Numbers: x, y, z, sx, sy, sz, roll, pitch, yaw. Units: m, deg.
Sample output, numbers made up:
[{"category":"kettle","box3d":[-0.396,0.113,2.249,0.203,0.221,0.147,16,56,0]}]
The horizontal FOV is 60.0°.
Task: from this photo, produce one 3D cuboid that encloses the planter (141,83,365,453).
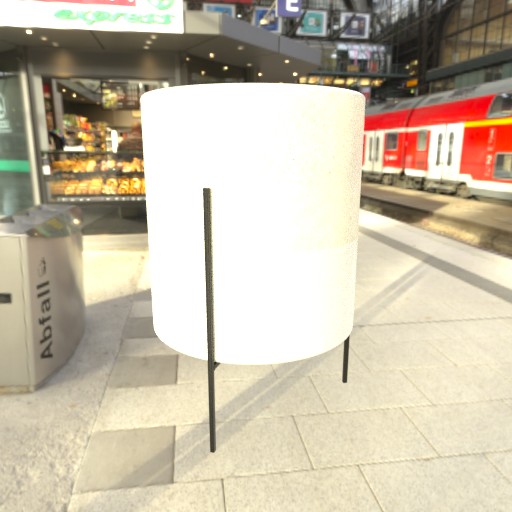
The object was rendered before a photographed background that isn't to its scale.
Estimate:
[{"category":"planter","box3d":[0.000,0.000,0.714,0.333,0.483,0.324,-3,14,-10]}]
